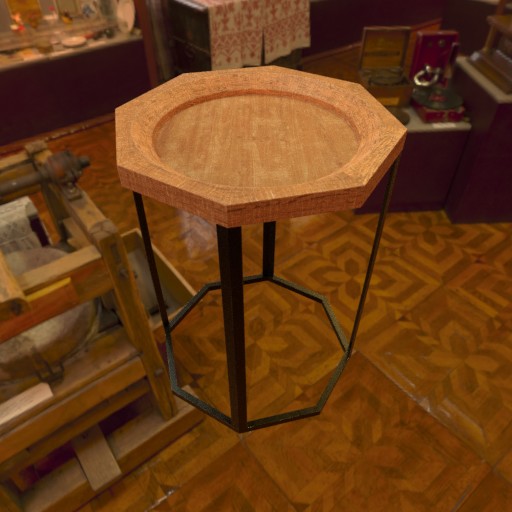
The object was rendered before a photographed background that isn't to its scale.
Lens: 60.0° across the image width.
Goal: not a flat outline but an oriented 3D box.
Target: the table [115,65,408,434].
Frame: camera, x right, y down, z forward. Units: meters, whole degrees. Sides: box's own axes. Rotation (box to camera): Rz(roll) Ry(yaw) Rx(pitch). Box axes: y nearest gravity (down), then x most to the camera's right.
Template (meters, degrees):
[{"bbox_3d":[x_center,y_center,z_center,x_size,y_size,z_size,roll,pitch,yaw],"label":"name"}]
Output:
[{"bbox_3d":[0.000,0.000,0.842,0.437,0.553,0.437,-27,49,-26],"label":"table"}]
